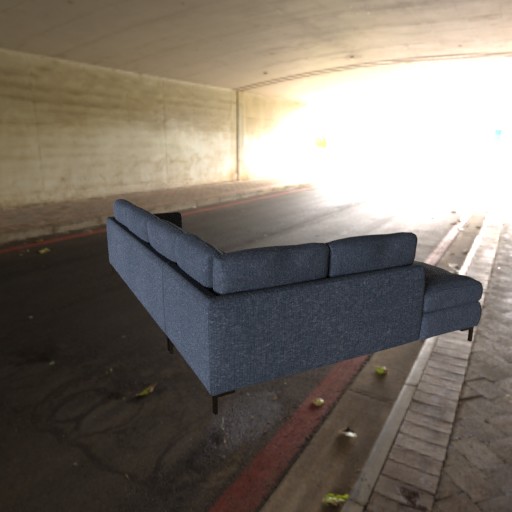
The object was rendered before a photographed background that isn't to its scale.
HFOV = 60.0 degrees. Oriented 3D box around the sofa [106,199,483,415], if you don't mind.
[{"bbox_3d":[0.000,0.000,3.819,2.007,0.815,2.949,-7,16,-27],"label":"sofa"}]
